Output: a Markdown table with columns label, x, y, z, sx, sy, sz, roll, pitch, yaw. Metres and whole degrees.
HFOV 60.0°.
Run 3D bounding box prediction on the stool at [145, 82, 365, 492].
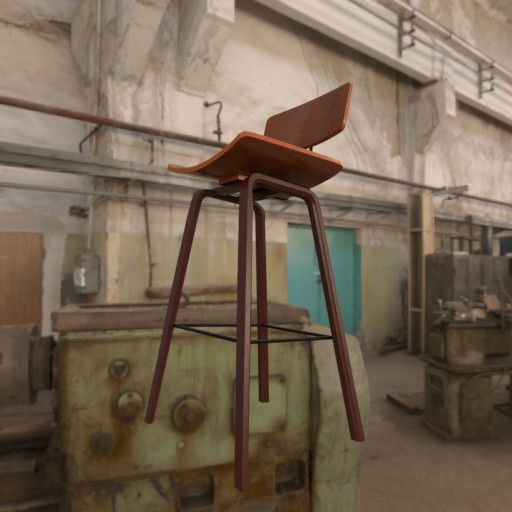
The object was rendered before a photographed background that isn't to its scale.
| label | x | y | z | sx | sy | sz | roll | pitch | yaw |
| --- | --- | --- | --- | --- | --- | --- | --- | --- | --- |
| stool | 0.000 | 0.000 | 1.238 | 0.440 | 0.969 | 0.509 | 1 | -2 | -36 |
